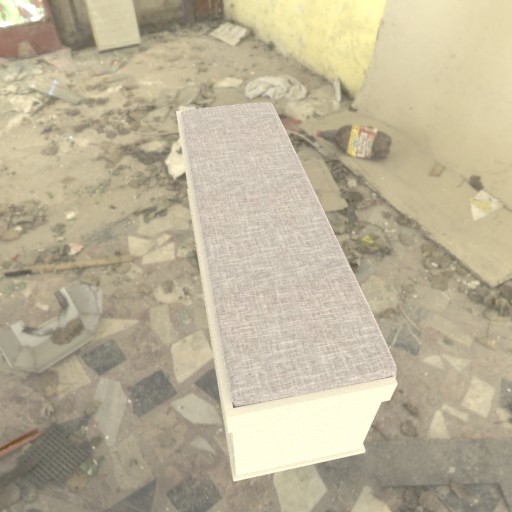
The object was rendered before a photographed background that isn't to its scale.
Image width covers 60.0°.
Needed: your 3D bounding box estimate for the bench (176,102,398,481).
[{"bbox_3d":[0.000,0.000,1.424,0.363,0.453,1.196,-8,47,-8],"label":"bench"}]
